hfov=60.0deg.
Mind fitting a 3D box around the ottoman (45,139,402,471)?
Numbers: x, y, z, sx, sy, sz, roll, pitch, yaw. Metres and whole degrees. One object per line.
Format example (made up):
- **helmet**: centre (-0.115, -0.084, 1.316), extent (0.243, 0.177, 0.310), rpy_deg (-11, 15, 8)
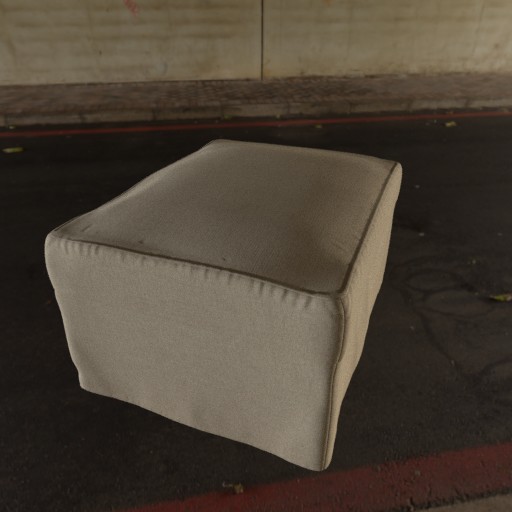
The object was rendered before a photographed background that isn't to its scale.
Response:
- **ottoman**: centre (0.000, 0.000, 1.222), extent (0.650, 0.485, 0.833), rpy_deg (11, 32, 19)
